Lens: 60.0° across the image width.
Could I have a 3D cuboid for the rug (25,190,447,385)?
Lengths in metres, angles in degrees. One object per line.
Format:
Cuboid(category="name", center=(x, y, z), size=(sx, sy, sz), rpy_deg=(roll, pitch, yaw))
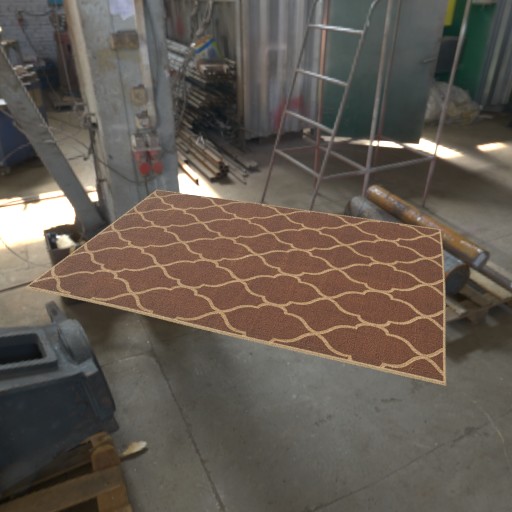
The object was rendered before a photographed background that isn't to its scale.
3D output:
Cuboid(category="rug", center=(0.000, 0.000, 2.850), size=(2.290, 0.014, 1.526), rpy_deg=(10, 33, 16))
